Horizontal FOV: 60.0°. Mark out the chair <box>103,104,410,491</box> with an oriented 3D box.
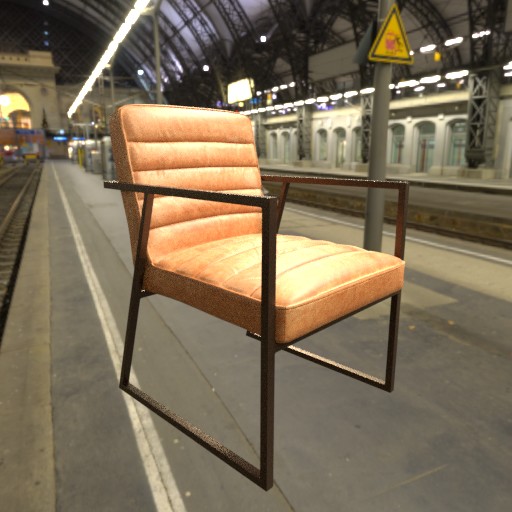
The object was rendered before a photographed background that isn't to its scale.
[{"bbox_3d":[0.000,0.000,1.250,0.677,0.832,0.571,13,18,43],"label":"chair"}]
